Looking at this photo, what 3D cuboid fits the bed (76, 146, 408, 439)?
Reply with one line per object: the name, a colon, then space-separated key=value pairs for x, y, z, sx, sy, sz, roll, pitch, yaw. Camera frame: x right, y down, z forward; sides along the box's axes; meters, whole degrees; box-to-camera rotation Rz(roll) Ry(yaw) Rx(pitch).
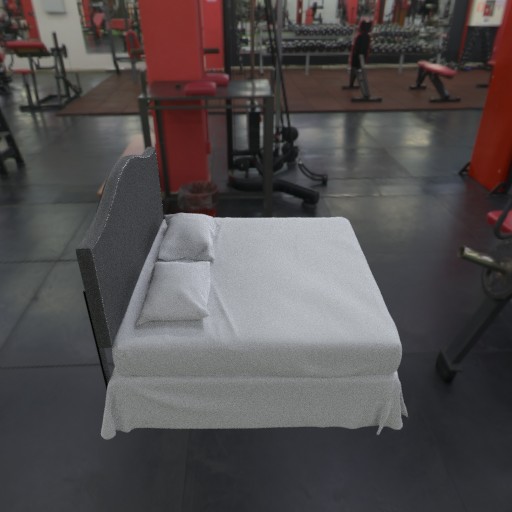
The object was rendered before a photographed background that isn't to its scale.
bed: x=0.000 y=0.000 z=3.705 sx=2.219 sy=1.651 sz=2.314 roll=0 pitch=31 yaw=0
